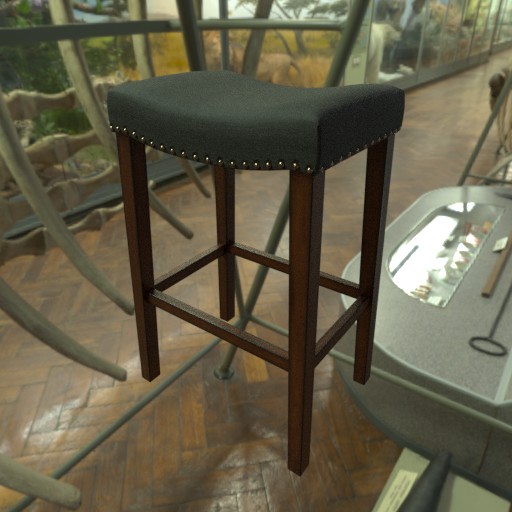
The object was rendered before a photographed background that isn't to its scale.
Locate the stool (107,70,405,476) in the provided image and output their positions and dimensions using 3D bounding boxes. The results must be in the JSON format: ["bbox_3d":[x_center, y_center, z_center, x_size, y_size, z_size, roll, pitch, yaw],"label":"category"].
[{"bbox_3d":[0.000,0.000,1.025,0.502,0.760,0.366,19,34,31],"label":"stool"}]
